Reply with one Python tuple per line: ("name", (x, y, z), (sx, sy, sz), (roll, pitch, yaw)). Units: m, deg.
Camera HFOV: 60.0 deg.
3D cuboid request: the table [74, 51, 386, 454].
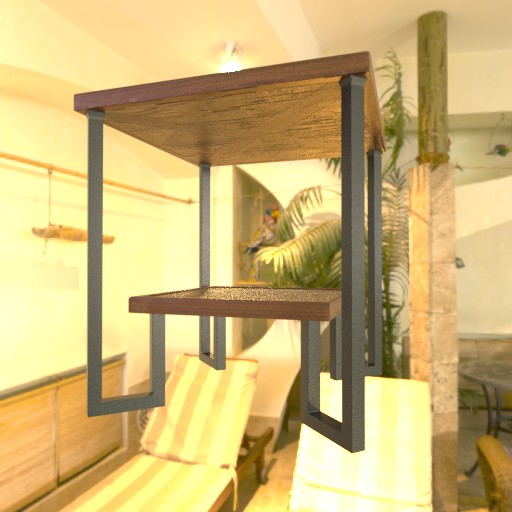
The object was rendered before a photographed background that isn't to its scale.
("table", (0.000, 0.000, 0.927), (0.503, 0.563, 0.503), (0, -1, 19))
